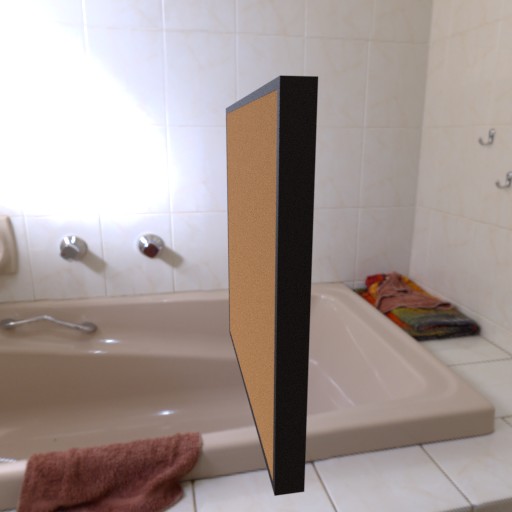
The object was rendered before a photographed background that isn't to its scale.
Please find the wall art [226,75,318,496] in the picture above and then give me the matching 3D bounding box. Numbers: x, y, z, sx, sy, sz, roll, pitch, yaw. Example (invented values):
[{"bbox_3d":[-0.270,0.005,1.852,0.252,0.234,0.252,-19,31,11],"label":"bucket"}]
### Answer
[{"bbox_3d":[0.000,0.000,0.755,0.040,0.509,0.509,-3,15,-10],"label":"wall art"}]
